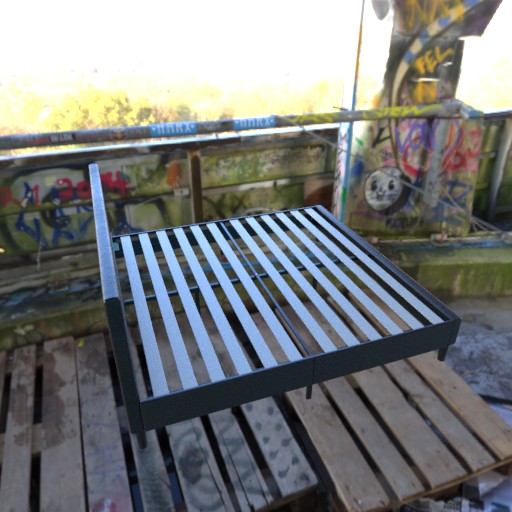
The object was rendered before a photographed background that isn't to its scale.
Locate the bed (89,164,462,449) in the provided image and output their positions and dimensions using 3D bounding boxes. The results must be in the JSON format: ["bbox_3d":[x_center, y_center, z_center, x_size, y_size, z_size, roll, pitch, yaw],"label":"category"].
[{"bbox_3d":[0.000,0.000,3.333,2.152,1.046,2.018,-10,31,-17],"label":"bed"}]
